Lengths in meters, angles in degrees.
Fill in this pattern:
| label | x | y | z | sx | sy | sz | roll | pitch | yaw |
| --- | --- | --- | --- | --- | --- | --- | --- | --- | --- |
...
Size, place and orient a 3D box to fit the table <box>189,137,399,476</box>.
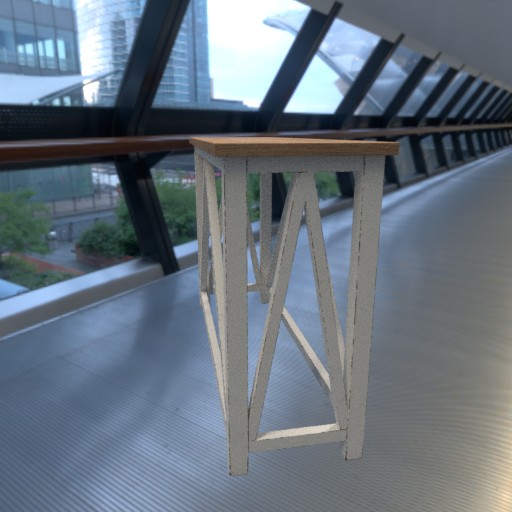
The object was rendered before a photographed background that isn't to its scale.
| label | x | y | z | sx | sy | sz | roll | pitch | yaw |
| --- | --- | --- | --- | --- | --- | --- | --- | --- | --- |
| table | 0.000 | 0.000 | 1.824 | 0.450 | 0.930 | 1.400 | -3 | 16 | -10 |
